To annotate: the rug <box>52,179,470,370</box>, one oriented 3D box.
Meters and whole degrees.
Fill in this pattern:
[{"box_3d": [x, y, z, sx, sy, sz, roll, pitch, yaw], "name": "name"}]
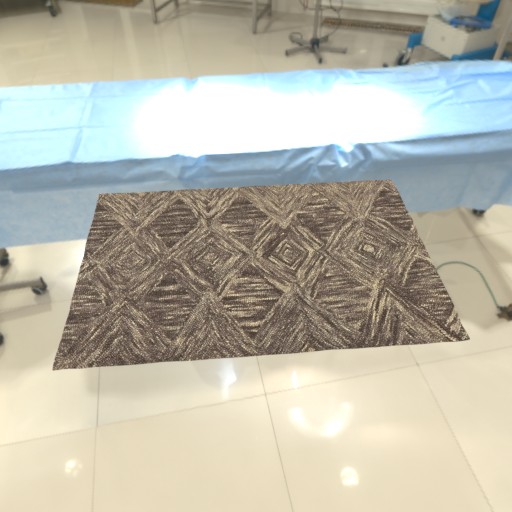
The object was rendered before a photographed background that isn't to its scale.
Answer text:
[{"box_3d": [0.000, 0.000, 2.319, 1.814, 0.012, 1.186, -3, 46, -3], "name": "rug"}]
